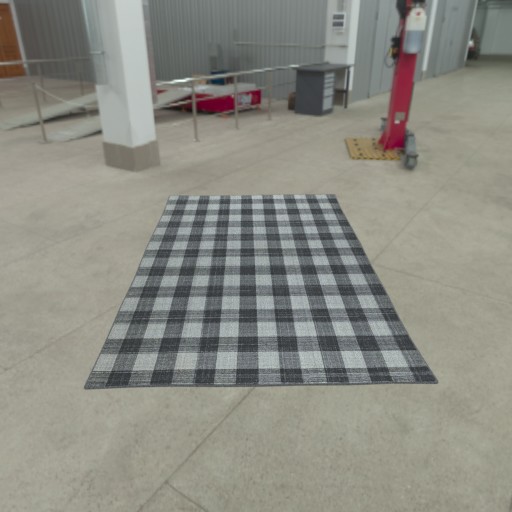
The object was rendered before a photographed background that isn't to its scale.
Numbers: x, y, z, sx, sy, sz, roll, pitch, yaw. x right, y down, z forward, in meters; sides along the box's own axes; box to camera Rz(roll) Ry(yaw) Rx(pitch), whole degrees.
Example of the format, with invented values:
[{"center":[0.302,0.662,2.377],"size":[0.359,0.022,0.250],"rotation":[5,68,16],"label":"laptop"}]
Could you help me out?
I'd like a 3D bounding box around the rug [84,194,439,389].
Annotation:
[{"center":[0.000,0.000,3.029],"size":[1.554,0.011,2.476],"rotation":[-1,27,-1],"label":"rug"}]
